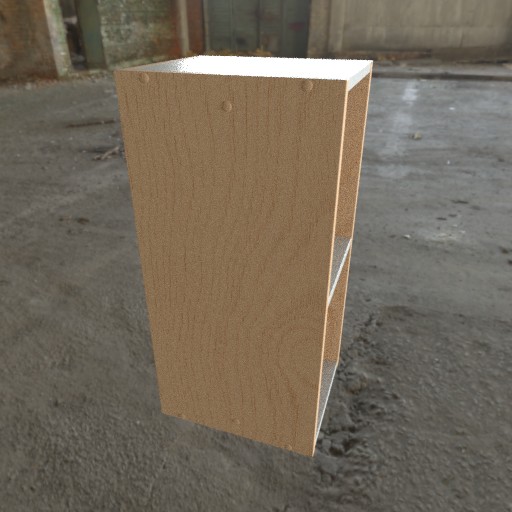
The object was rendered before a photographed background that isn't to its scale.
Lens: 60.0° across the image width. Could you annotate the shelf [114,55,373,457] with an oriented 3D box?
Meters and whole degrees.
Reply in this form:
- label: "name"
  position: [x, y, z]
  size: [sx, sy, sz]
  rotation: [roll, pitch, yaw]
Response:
- label: "shelf"
  position: [0.000, 0.000, 0.755]
  size: [0.290, 0.600, 0.250]
  rotation: [9, 30, 17]
